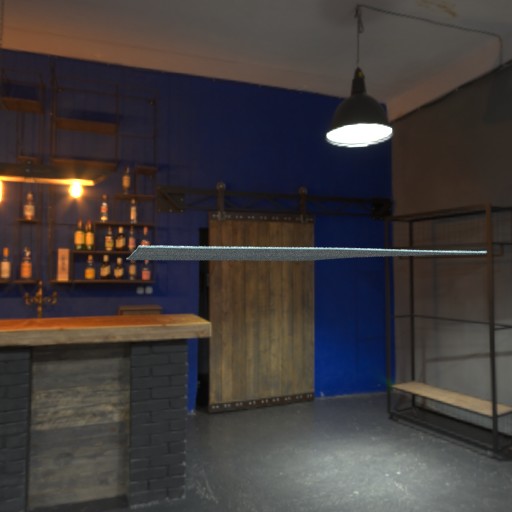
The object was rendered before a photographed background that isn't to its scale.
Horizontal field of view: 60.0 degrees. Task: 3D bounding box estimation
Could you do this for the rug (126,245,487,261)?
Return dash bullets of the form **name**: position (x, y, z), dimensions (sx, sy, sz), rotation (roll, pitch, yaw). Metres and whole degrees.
- **rug**: position (0.000, 0.000, 2.935), dimensions (1.611, 0.026, 2.260), rotation (0, -2, -17)
